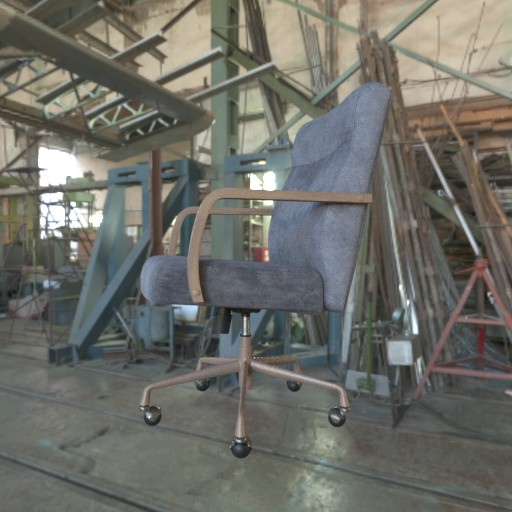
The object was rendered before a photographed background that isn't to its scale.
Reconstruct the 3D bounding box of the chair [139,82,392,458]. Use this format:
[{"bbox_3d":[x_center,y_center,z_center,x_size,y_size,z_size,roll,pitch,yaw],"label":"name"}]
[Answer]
[{"bbox_3d":[0.000,0.000,1.439,0.741,1.029,0.640,0,1,-17],"label":"chair"}]
